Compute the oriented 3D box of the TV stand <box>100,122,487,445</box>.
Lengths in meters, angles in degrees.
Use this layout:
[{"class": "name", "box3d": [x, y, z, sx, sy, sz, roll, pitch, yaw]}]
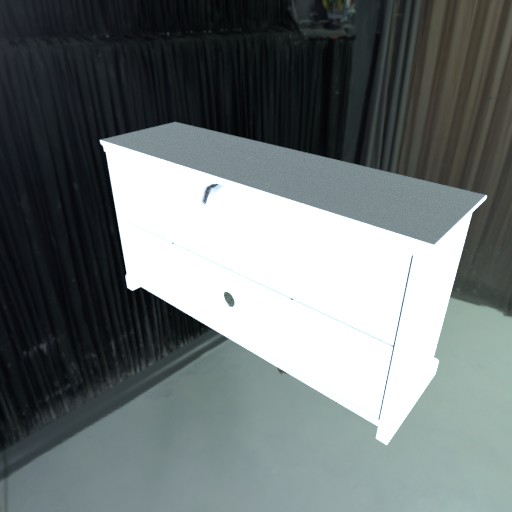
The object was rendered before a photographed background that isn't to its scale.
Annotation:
[{"class": "TV stand", "box3d": [0.000, 0.000, 1.471, 1.187, 0.624, 0.424, 23, 37, 34]}]
